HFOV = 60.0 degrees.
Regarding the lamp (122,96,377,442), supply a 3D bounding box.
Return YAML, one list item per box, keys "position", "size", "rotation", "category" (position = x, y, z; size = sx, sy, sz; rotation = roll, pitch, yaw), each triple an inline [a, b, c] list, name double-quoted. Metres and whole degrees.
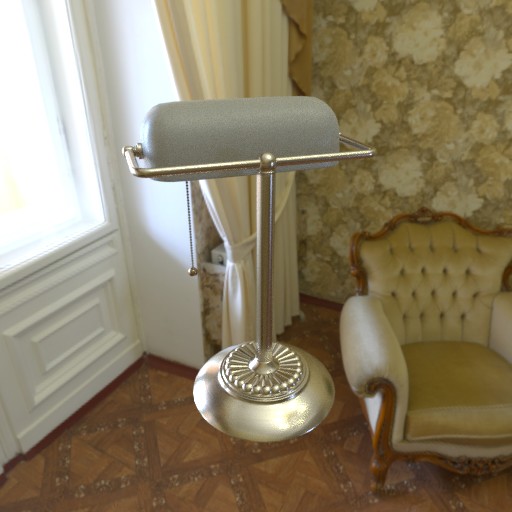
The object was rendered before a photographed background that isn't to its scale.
- position: [0.000, 0.000, 0.518]
  size: [0.264, 0.339, 0.243]
  rotation: [-9, 28, -17]
  category: "lamp"
